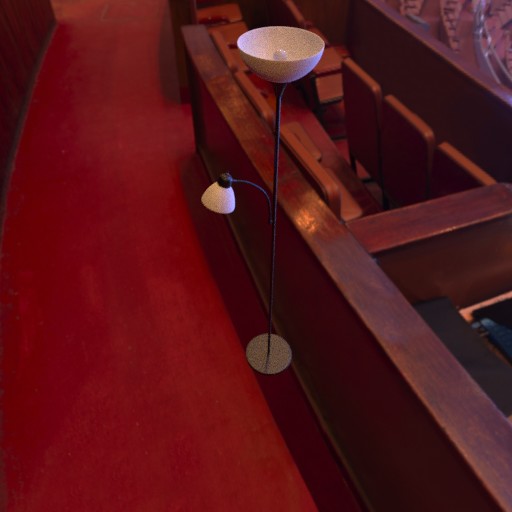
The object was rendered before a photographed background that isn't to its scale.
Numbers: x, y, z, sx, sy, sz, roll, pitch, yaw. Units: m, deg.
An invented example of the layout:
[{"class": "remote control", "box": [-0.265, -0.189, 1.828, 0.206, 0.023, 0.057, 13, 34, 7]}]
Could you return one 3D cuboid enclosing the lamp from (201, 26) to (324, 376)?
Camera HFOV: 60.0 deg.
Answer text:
[{"class": "lamp", "box": [0.000, 0.000, 1.980, 0.442, 1.804, 0.279, -21, 50, -19]}]
